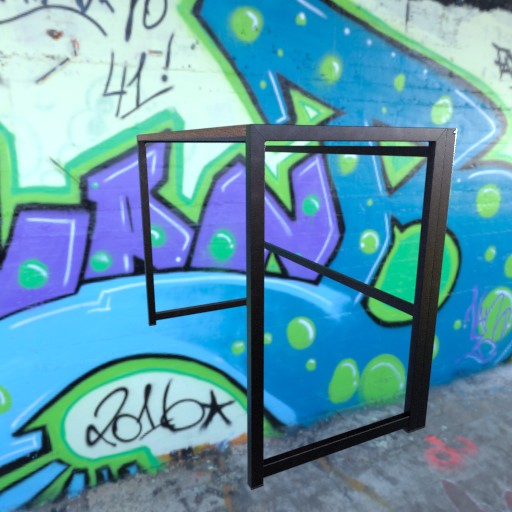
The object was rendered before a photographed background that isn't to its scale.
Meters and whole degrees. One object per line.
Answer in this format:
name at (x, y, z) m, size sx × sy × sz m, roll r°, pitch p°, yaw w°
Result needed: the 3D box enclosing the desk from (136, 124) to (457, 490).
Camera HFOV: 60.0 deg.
desk at (0.000, 0.000, 1.415) m, size 0.508 × 0.762 × 1.016 m, roll -7°, pitch 16°, yaw -25°
